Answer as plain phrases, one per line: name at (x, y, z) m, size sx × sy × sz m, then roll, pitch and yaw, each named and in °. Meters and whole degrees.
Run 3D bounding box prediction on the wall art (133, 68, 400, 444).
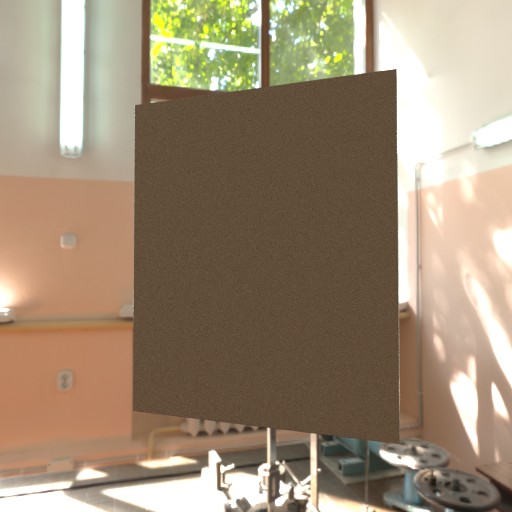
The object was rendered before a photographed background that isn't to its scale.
wall art at (0.000, 0.000, 0.739) m, size 0.452 × 0.549 × 0.038 m, roll 0°, pitch -1°, yaw 19°
